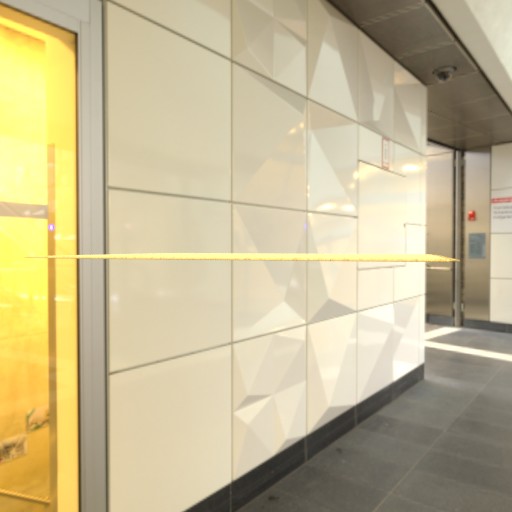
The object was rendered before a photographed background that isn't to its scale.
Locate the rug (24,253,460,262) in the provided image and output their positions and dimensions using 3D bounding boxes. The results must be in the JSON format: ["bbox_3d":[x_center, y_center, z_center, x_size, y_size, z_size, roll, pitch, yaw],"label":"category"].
[{"bbox_3d":[0.000,0.000,2.837,2.233,0.011,1.514,0,1,19],"label":"rug"}]
